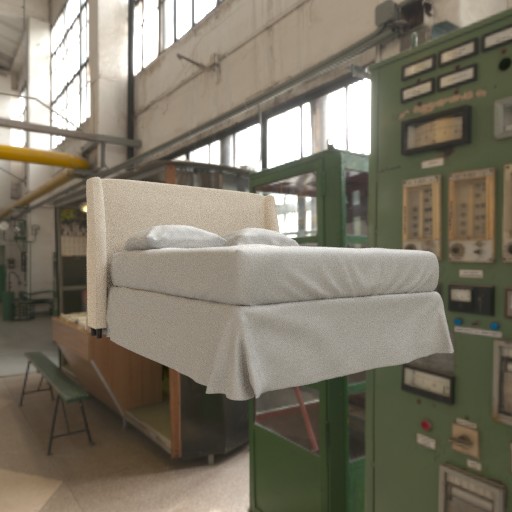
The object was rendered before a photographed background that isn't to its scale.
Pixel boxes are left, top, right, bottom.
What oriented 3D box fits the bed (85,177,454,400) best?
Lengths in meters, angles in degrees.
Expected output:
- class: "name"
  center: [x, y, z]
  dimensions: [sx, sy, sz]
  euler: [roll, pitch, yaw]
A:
- class: "bed"
  center: [0.000, 0.000, 3.354]
  dimensions: [1.925, 1.332, 2.276]
  euler: [0, 0, -35]
